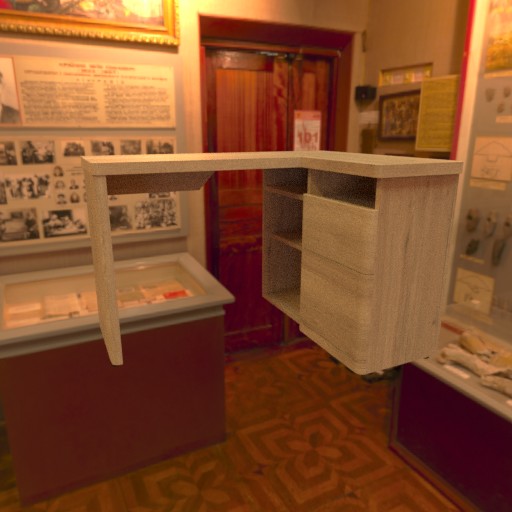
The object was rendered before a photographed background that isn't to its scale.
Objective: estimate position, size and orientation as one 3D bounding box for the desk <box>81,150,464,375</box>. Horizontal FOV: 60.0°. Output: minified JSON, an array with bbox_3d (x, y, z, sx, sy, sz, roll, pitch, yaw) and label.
[{"bbox_3d":[0.000,0.000,1.767,1.169,0.760,0.900,-7,18,-24],"label":"desk"}]
